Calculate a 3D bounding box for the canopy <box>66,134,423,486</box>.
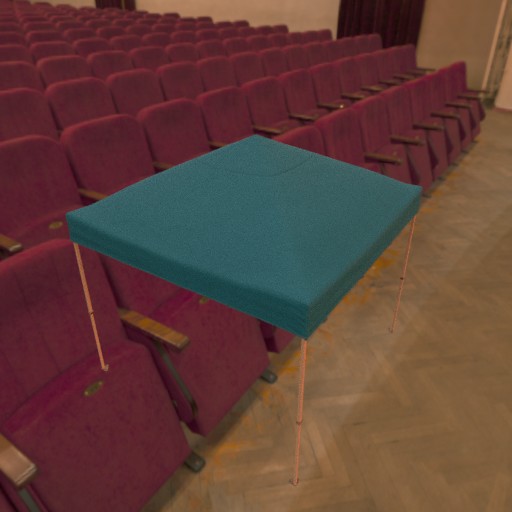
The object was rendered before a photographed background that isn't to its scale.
[{"bbox_3d":[0.000,0.000,5.497,2.996,2.997,2.998,19,35,29],"label":"canopy"}]
